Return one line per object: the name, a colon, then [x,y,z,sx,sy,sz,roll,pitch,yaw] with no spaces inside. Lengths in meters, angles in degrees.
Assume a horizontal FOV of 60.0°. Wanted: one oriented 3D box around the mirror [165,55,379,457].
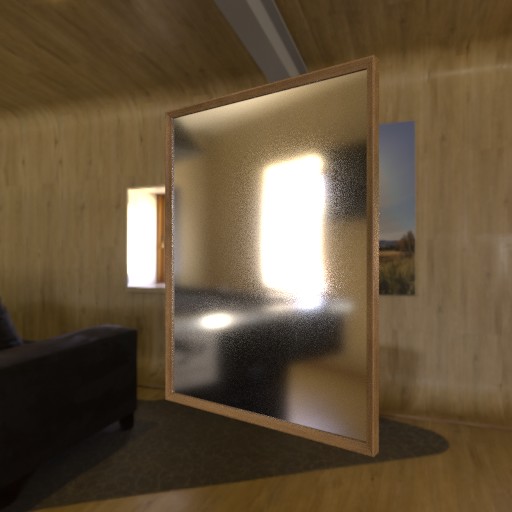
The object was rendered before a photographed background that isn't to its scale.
mirror: [0.000,0.000,1.358,0.762,1.016,0.041,0,0,36]
